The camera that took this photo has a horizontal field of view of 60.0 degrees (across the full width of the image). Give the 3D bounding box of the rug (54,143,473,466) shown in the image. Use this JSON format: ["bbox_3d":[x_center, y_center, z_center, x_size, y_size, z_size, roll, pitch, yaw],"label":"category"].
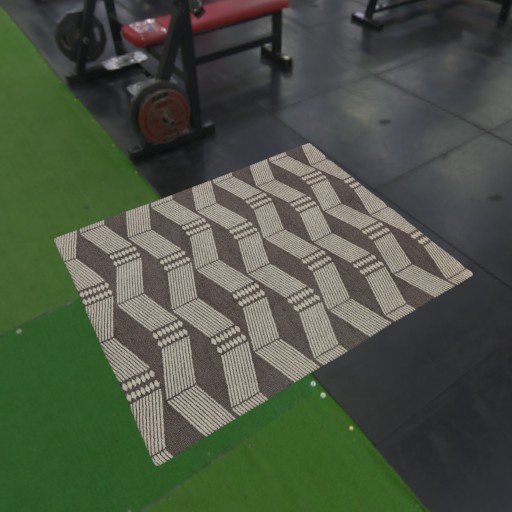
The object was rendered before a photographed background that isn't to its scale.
[{"bbox_3d":[0.000,0.000,4.086,3.048,0.016,2.438,-25,52,-21],"label":"rug"}]
